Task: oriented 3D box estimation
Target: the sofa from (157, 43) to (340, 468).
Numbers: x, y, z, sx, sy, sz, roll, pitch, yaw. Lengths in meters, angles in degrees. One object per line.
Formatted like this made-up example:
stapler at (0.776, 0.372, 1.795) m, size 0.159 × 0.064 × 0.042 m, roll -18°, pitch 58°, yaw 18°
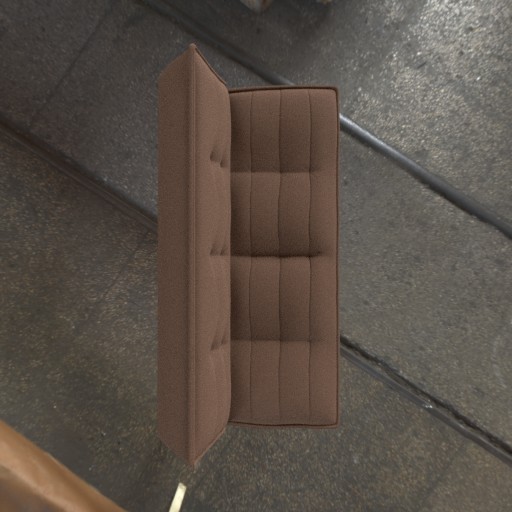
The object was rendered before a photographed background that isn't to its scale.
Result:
sofa at (0.000, 0.000, 2.448) m, size 0.950 × 0.890 × 1.940 m, roll 0°, pitch 89°, yaw -1°
